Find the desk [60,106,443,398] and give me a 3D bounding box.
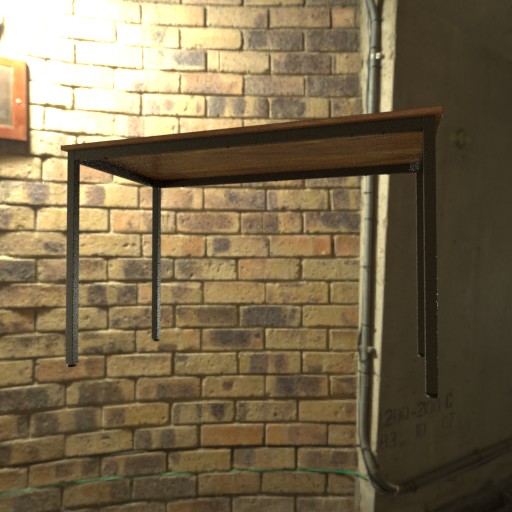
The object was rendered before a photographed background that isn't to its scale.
[{"bbox_3d":[0.000,0.000,1.592,1.200,0.749,0.600,0,-1,18],"label":"desk"}]
